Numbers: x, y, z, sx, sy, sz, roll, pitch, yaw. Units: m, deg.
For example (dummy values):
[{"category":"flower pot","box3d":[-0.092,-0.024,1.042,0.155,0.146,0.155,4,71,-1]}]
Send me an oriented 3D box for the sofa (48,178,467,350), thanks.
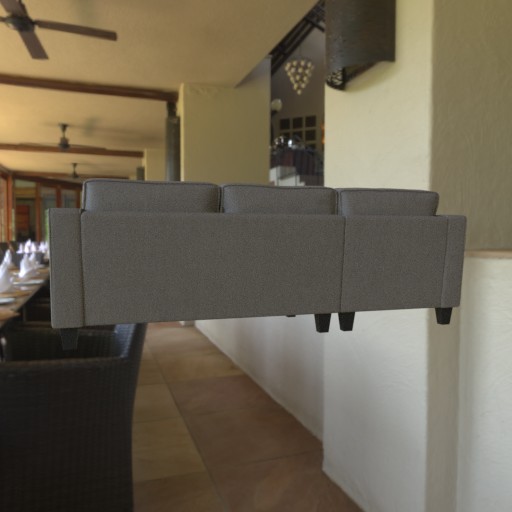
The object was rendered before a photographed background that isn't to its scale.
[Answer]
[{"category":"sofa","box3d":[0.000,0.000,3.208,2.561,0.928,1.294,-1,2,-16]}]
